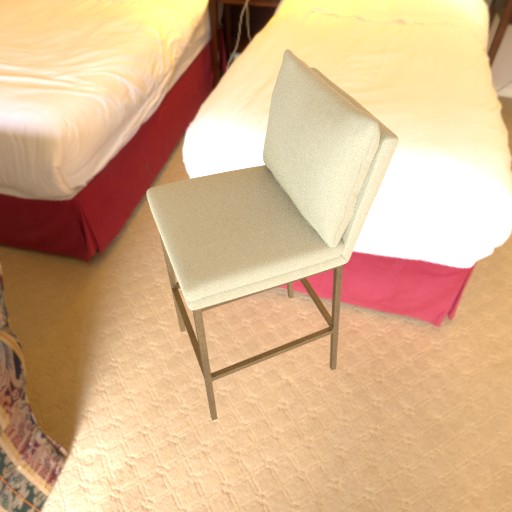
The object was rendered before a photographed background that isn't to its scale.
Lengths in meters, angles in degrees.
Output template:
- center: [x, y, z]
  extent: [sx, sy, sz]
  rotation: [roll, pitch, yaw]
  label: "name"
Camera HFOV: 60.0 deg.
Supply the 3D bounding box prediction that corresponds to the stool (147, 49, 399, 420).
- center: [0.000, 0.000, 1.462]
  extent: [0.572, 1.125, 0.463]
  rotation: [-17, 49, -15]
  label: "stool"
